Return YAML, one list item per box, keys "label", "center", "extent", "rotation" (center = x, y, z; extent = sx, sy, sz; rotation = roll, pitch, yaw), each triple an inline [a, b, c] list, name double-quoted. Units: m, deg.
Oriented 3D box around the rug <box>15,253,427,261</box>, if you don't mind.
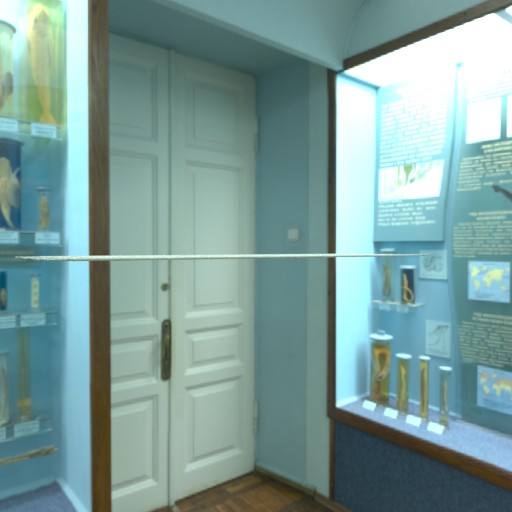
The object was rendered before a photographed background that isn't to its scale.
- label: "rug"
  center: [0.000, 0.000, 2.643]
  extent: [2.449, 0.011, 0.774]
  rotation: [-1, 1, -36]
